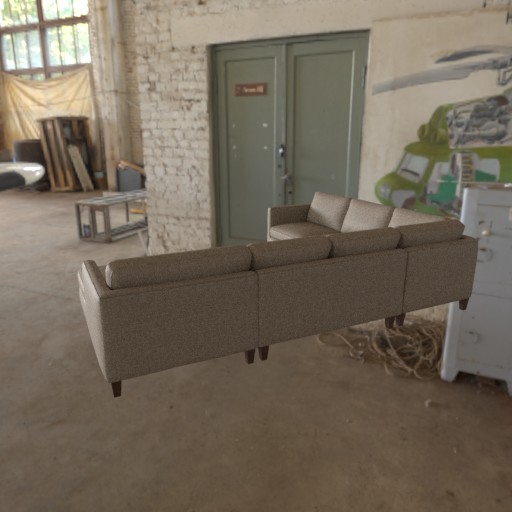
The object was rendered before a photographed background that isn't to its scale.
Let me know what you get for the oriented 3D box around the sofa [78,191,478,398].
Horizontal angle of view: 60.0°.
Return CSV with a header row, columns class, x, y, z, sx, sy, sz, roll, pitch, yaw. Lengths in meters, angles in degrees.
class,x,y,z,sx,sy,sz,roll,pitch,yaw
sofa,0.000,0.000,4.508,3.403,0.889,2.551,-8,17,-26
